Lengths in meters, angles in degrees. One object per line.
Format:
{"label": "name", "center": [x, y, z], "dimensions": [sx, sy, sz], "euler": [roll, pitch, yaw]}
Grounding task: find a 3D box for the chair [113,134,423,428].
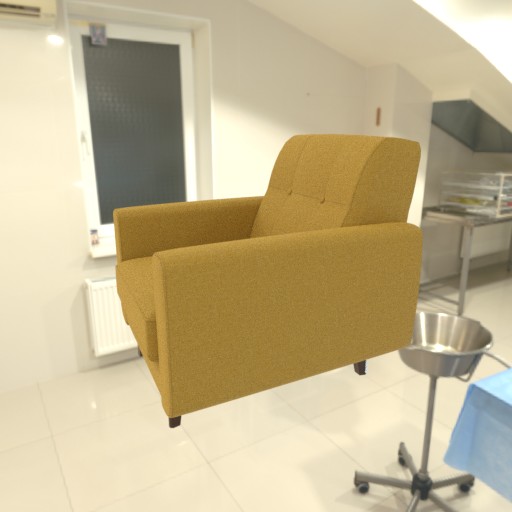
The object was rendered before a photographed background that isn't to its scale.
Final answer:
{"label": "chair", "center": [0.000, 0.000, 1.589], "dimensions": [0.909, 0.841, 0.831], "euler": [-7, 17, -24]}
